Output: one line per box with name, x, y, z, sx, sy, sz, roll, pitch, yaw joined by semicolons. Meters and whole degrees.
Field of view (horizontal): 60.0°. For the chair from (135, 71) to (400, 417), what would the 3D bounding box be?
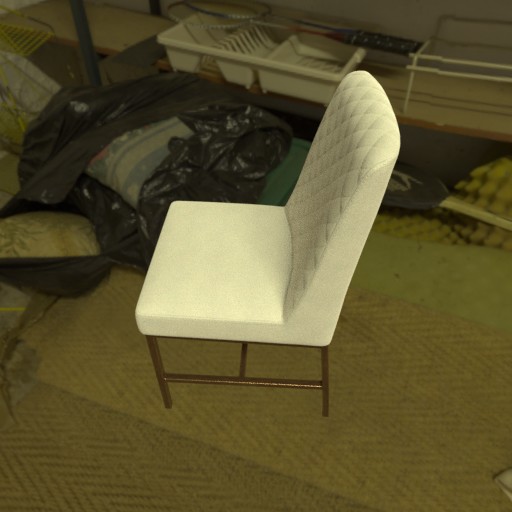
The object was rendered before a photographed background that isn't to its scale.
chair;0.000;0.000;1.284;0.597;0.933;0.503;2;43;2
